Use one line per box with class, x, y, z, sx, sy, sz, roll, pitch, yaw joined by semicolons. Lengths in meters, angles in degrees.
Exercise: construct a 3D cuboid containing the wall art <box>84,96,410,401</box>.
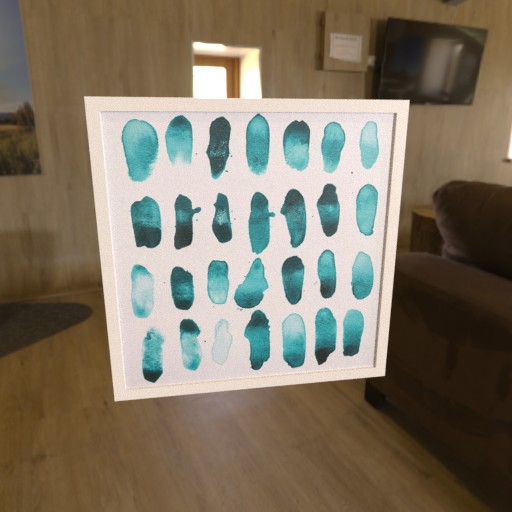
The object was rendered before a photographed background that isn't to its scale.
wall art;0.000;0.000;0.833;0.558;0.559;0.009;-3;16;-9
